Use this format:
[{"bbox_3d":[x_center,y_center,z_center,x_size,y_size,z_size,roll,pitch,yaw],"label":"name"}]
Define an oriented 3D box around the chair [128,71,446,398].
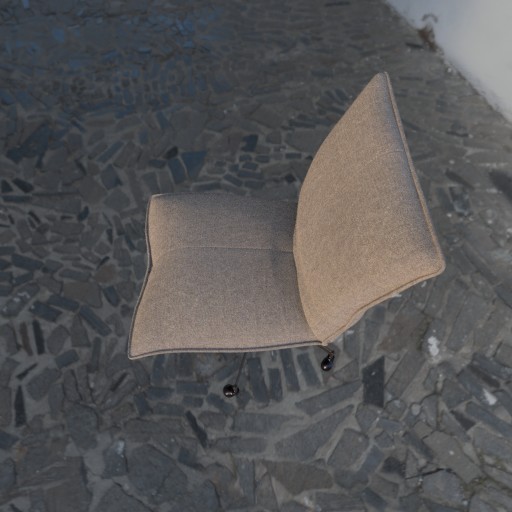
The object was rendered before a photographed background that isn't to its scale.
[{"bbox_3d":[0.000,0.000,1.278,0.696,0.811,0.597,0,56,0],"label":"chair"}]
